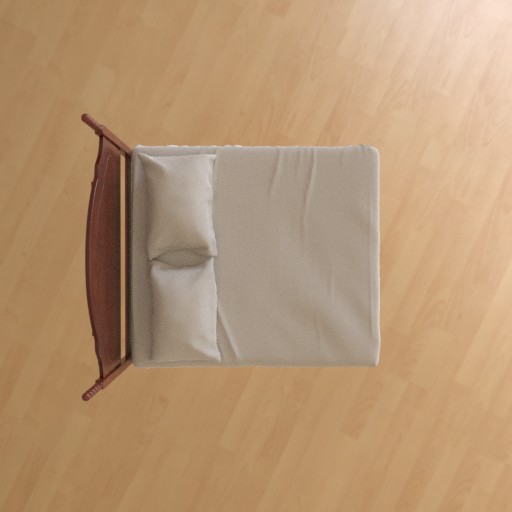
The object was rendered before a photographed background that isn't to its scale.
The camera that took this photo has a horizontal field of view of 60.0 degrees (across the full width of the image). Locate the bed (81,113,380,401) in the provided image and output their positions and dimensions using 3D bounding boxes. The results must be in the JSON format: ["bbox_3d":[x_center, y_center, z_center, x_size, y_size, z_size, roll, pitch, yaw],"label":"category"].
[{"bbox_3d":[0.000,0.000,3.207,2.040,1.356,1.873,0,90,-1],"label":"bed"}]
